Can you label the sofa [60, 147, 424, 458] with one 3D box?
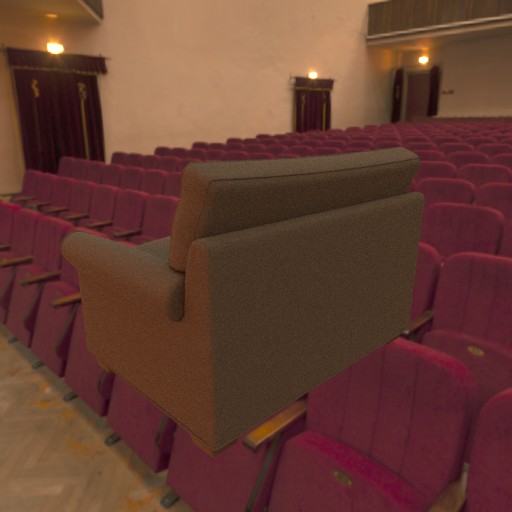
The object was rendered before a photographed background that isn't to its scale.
[{"bbox_3d":[0.000,0.000,2.018,1.410,0.953,0.940,-16,23,-42],"label":"sofa"}]
